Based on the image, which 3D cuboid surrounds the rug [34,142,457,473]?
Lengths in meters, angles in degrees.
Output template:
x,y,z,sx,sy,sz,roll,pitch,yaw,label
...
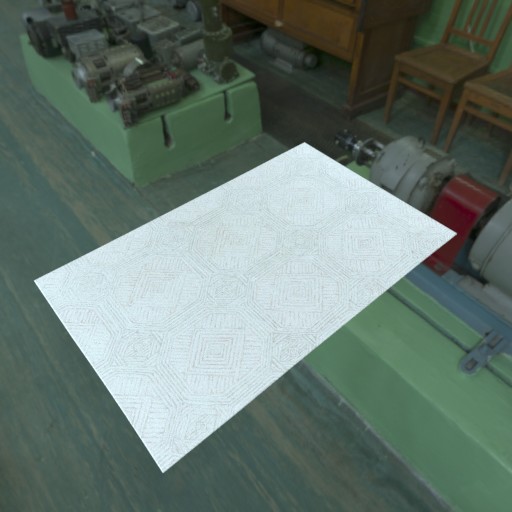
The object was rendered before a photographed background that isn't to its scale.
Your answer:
x,y,z,sx,sy,sz,roll,pitch,yaw,label
0.000,0.000,2.986,2.440,0.008,1.524,-32,55,-26,rug
